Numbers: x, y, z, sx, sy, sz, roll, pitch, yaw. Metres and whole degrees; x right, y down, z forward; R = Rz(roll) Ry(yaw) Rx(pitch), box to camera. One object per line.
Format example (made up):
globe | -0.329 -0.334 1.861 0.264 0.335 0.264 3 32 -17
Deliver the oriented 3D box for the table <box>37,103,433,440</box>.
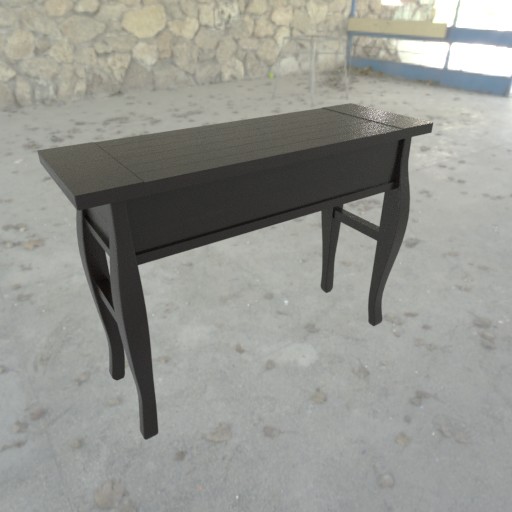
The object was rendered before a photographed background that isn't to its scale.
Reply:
table | 0.000 0.000 1.412 1.062 0.768 0.373 -18 35 -29
